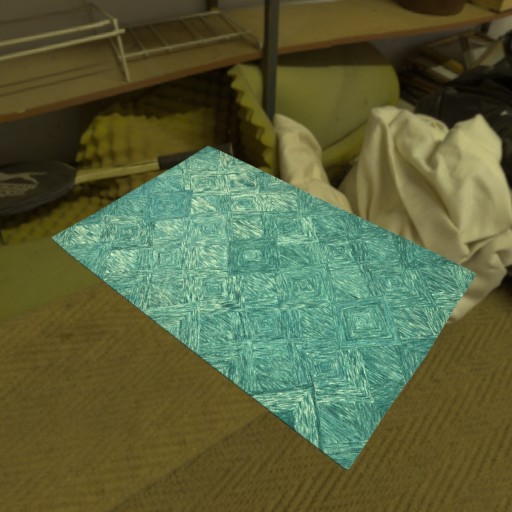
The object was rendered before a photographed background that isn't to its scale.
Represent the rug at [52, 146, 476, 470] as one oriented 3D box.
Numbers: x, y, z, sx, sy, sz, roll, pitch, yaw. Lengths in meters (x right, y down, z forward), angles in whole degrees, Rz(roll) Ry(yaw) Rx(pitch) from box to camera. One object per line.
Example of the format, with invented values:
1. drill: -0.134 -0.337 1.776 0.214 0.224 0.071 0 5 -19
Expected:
1. rug: 0.000 0.000 2.125 1.728 0.017 1.136 31 53 27
